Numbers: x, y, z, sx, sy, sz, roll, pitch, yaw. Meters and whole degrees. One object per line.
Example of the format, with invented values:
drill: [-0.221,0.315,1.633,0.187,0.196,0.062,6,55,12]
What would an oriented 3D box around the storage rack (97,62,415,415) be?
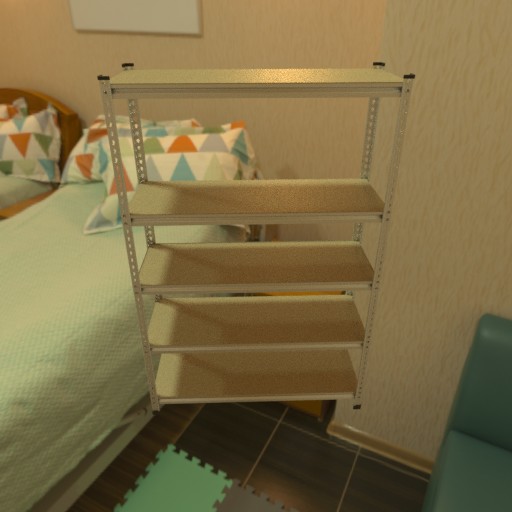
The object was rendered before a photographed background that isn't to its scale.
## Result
storage rack: [0.000,0.000,2.332,1.219,1.829,0.457,-1,29,-2]
